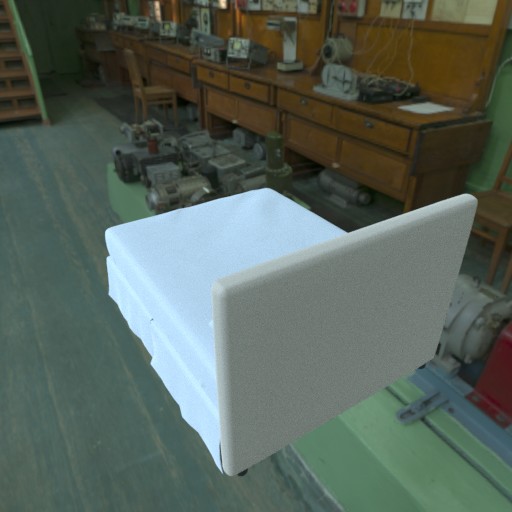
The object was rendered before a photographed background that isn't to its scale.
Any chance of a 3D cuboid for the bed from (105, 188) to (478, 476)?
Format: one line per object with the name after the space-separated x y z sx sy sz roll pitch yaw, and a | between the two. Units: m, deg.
0.000 0.000 3.213 1.748 1.330 2.142 -18 36 -28 | bed
